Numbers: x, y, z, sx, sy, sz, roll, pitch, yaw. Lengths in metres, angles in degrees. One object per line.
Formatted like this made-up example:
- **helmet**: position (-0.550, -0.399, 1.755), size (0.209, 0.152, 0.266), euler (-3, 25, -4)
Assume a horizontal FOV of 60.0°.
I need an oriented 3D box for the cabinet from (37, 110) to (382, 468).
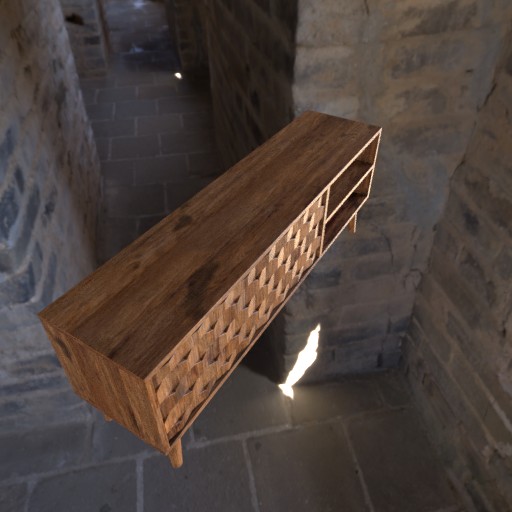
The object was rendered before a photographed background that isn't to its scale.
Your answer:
- **cabinet**: position (0.000, 0.000, 1.643), size (0.349, 0.528, 1.448), euler (22, 46, 24)
